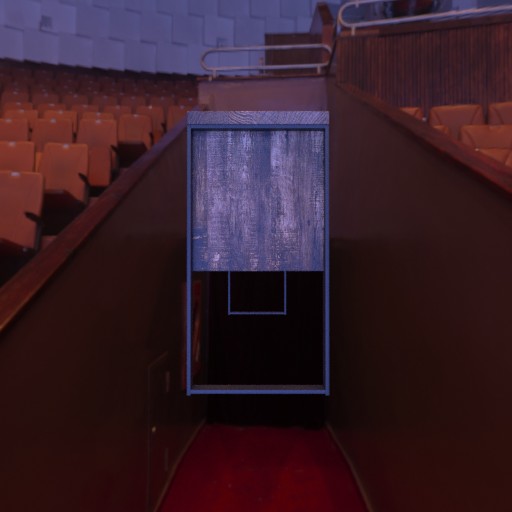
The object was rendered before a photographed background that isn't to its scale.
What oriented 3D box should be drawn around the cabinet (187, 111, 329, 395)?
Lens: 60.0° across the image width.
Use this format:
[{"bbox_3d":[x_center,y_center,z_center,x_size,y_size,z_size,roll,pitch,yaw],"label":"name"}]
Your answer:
[{"bbox_3d":[0.000,0.000,2.087,0.395,0.762,1.800,0,-1,0],"label":"cabinet"}]
